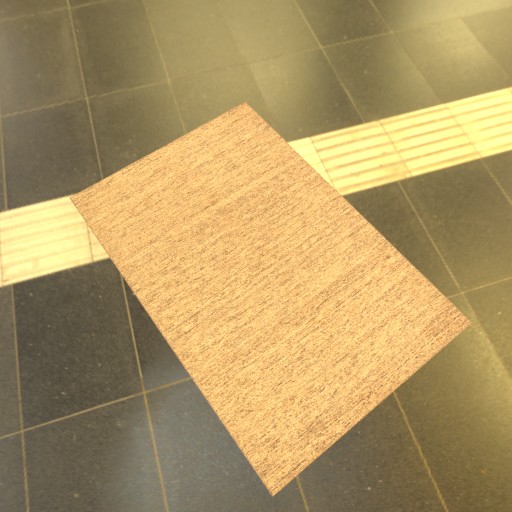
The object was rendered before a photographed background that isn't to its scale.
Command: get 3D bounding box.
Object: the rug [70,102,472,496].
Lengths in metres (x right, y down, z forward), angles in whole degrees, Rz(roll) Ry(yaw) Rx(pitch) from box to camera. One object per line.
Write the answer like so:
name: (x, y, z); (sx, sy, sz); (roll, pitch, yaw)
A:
rug: (0.000, 0.000, 2.310); (1.225, 0.013, 1.840); (-34, 68, -16)
